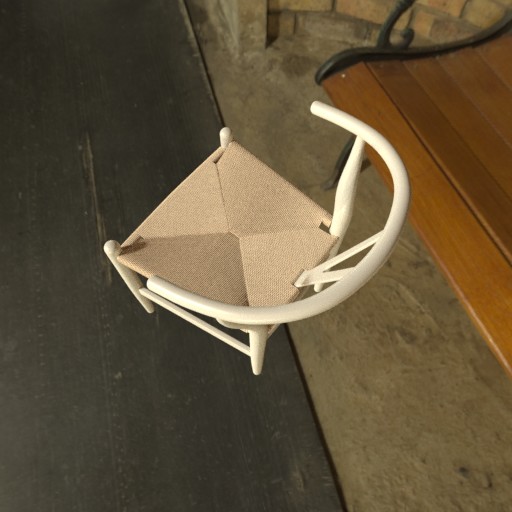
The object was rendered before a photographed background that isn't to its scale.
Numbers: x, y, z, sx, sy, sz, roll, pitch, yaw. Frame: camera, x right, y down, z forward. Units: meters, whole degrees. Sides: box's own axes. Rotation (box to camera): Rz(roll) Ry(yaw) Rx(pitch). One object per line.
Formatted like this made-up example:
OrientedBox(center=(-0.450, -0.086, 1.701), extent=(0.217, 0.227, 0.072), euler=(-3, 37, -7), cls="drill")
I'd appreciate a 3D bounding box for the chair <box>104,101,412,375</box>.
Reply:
OrientedBox(center=(0.000, 0.000, 1.156), extent=(0.579, 0.730, 0.569), euler=(34, 68, 16), cls="chair")
